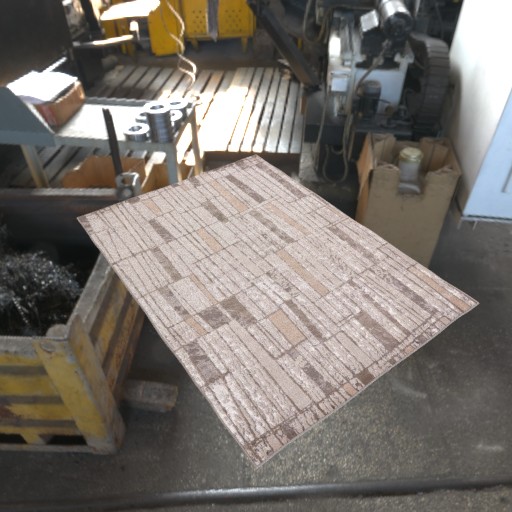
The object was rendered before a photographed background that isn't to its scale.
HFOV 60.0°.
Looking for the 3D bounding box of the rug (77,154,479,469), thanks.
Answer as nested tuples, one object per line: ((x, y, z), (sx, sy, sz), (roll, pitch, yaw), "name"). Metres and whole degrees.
((0.000, 0.000, 4.390), (2.449, 0.019, 3.357), (-26, 47, -26), "rug")
